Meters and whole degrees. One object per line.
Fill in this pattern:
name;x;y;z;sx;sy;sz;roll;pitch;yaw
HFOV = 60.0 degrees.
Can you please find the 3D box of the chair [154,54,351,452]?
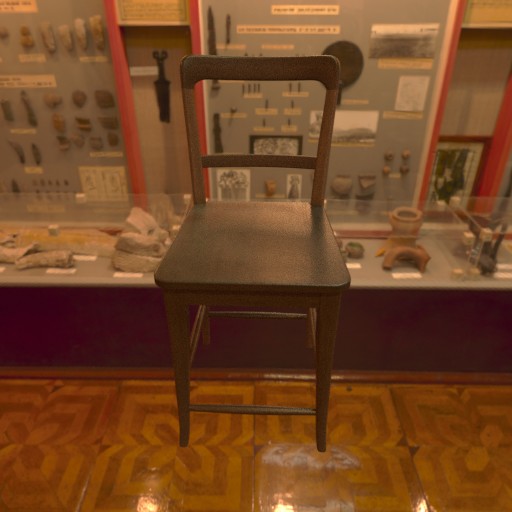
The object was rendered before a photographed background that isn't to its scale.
chair;0.000;0.000;1.258;0.450;0.991;0.546;1;31;2
